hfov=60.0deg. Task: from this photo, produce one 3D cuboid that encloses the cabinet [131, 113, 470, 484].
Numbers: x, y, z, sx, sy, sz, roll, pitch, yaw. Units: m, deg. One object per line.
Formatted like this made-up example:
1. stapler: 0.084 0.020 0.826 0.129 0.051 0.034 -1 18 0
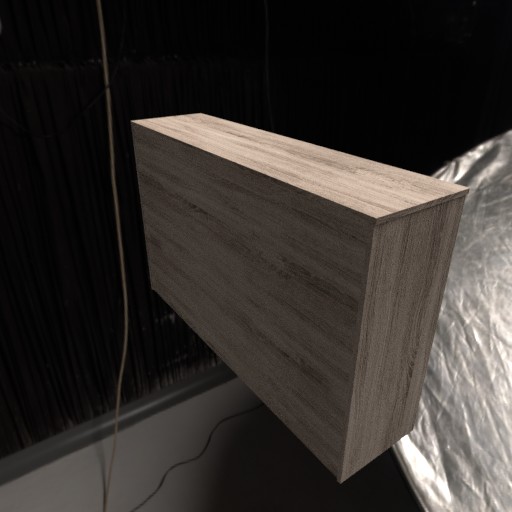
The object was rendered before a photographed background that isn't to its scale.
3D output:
1. cabinet: 0.000 0.000 1.808 0.380 0.900 1.450 -18 32 -31
